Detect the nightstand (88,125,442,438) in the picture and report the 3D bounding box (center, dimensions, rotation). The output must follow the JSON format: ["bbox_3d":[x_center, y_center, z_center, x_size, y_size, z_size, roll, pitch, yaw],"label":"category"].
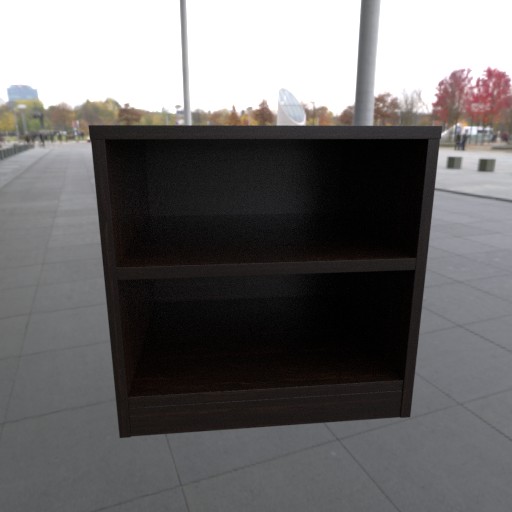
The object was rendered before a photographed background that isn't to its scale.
[{"bbox_3d":[0.000,0.000,0.874,0.489,0.487,0.427,-2,16,-6],"label":"nightstand"}]
